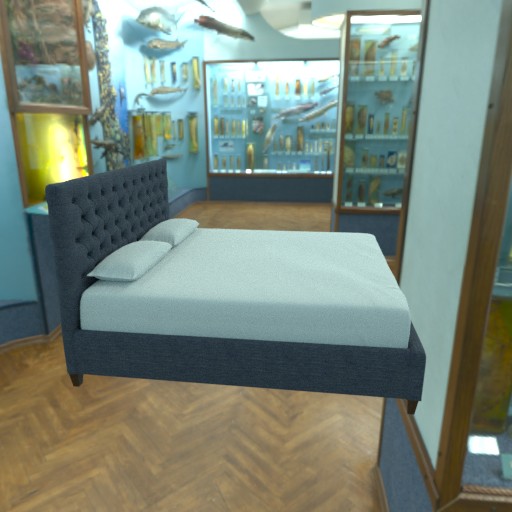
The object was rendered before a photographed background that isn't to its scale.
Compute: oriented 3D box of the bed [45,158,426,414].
[{"bbox_3d":[0.000,0.000,3.721,2.387,1.427,2.078,2,17,8],"label":"bed"}]
